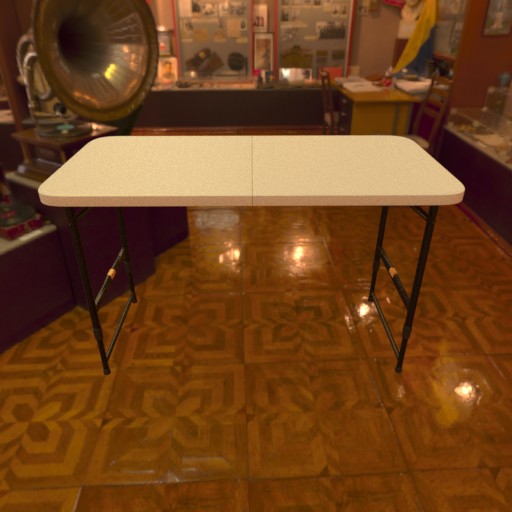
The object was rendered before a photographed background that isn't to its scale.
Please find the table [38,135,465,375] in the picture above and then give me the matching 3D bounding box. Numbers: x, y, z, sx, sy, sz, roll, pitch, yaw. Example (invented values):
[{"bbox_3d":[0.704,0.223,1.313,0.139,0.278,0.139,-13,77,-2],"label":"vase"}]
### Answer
[{"bbox_3d":[0.000,0.000,1.653,1.245,0.737,0.611,0,30,0],"label":"table"}]
